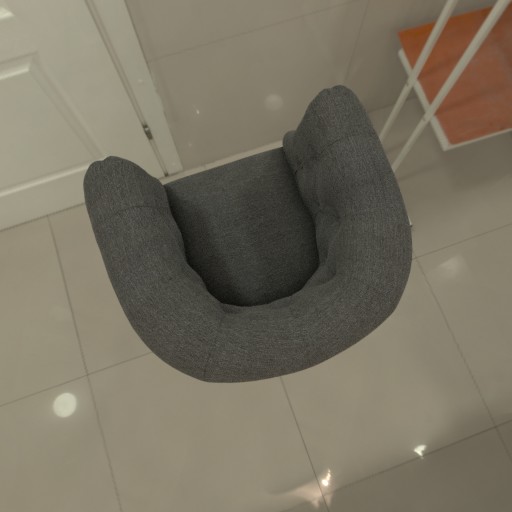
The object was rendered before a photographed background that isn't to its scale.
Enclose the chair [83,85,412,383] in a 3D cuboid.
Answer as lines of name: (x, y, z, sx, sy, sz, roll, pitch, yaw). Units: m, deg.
chair: (0.000, 0.000, 1.608, 0.905, 0.827, 0.852, -19, 75, -5)
